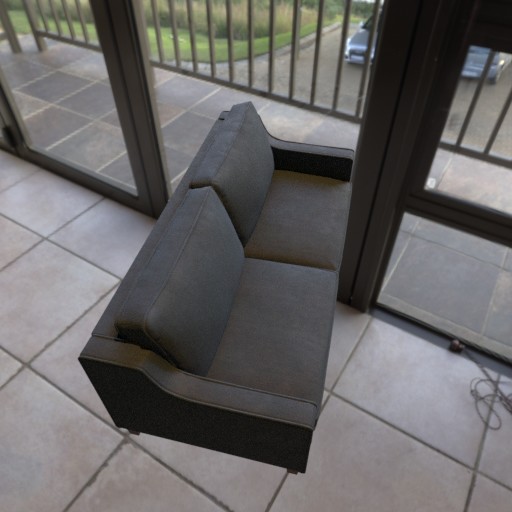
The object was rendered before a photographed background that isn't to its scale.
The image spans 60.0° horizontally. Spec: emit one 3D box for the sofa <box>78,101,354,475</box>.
[{"bbox_3d":[0.000,0.000,2.789,1.066,1.071,2.178,10,47,9],"label":"sofa"}]
